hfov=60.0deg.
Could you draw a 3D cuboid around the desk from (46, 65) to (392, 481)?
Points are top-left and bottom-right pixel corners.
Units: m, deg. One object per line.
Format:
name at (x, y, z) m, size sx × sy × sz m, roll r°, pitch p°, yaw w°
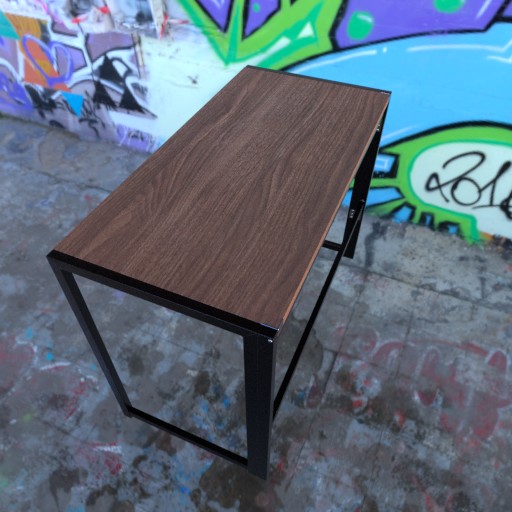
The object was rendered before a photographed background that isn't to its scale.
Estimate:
desk at (0.000, 0.000, 1.438) m, size 0.508 × 0.762 × 1.016 m, roll 17°, pitch 49°, yaw 16°
